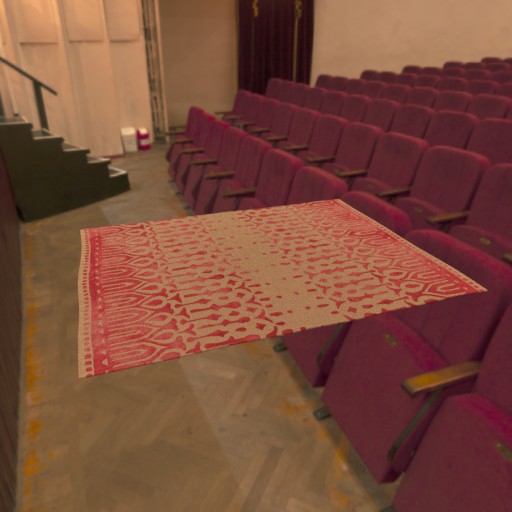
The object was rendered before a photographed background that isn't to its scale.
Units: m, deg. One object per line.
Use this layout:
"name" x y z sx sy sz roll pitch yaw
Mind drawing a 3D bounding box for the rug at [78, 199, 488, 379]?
"rug" 0.000 0.000 4.093 3.095 0.016 2.441 -9 27 -17
